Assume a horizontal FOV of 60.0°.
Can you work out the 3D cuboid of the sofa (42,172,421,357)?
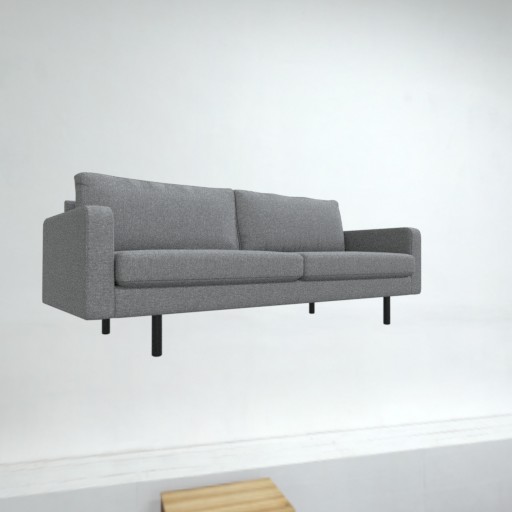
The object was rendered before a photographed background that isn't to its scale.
[{"bbox_3d":[0.000,0.000,2.668,2.200,0.880,0.880,0,0,-36],"label":"sofa"}]
